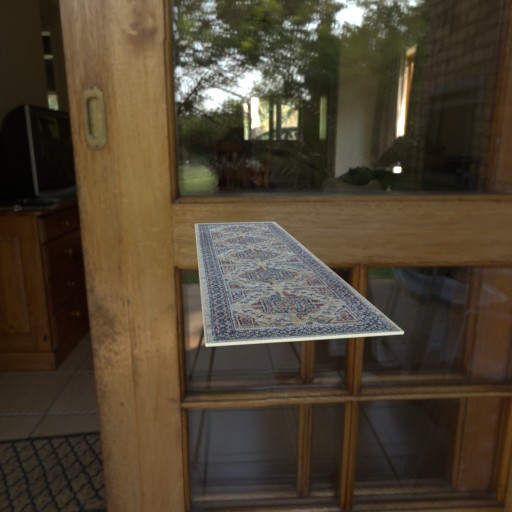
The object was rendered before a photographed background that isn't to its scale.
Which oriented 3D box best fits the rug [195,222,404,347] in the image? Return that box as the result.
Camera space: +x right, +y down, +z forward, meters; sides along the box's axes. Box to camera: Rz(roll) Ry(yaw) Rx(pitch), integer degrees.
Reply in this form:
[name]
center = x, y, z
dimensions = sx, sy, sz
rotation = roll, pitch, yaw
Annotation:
[rug]
center = 0.000, 0.000, 2.534
dimensions = 0.661, 0.013, 2.297
rotation = -2, 14, -8
